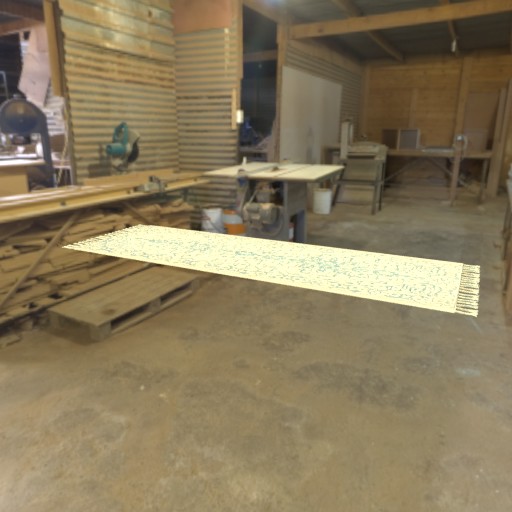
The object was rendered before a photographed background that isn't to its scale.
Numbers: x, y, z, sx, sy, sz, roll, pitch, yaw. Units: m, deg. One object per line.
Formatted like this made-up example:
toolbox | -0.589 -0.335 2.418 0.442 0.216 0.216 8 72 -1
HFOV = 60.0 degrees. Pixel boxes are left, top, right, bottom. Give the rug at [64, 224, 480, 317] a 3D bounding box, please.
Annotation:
rug | 0.000 0.000 2.693 2.449 0.011 0.774 8 18 25
